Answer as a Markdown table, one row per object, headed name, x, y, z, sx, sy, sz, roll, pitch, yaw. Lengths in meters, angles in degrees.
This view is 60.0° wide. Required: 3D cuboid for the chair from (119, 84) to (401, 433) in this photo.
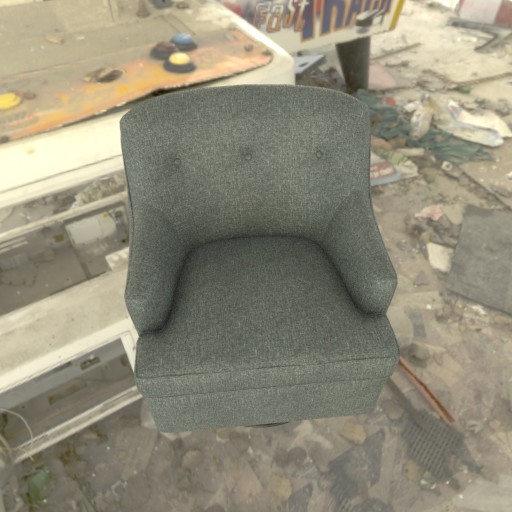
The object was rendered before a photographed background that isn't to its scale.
| name | x | y | z | sx | sy | sz | roll | pitch | yaw |
| --- | --- | --- | --- | --- | --- | --- | --- | --- | --- |
| chair | 0.000 | 0.000 | 1.557 | 0.864 | 0.856 | 0.923 | -4 | 45 | -4 |
